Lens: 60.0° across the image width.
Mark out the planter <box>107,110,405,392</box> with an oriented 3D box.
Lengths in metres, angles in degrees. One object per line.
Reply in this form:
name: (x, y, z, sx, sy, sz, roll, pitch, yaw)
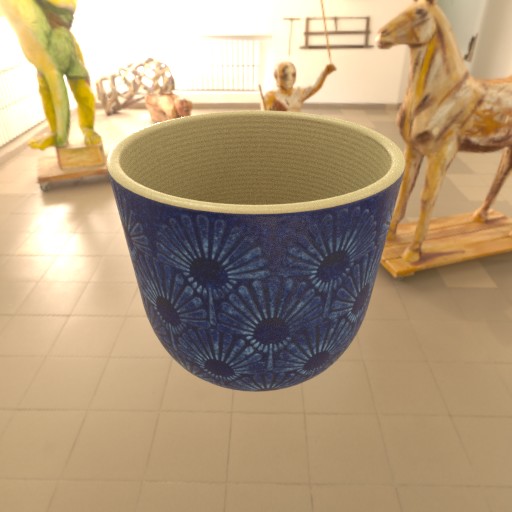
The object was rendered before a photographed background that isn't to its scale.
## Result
planter: (0.000, 0.000, 0.301, 0.170, 0.153, 0.170, 0, 32, 0)
